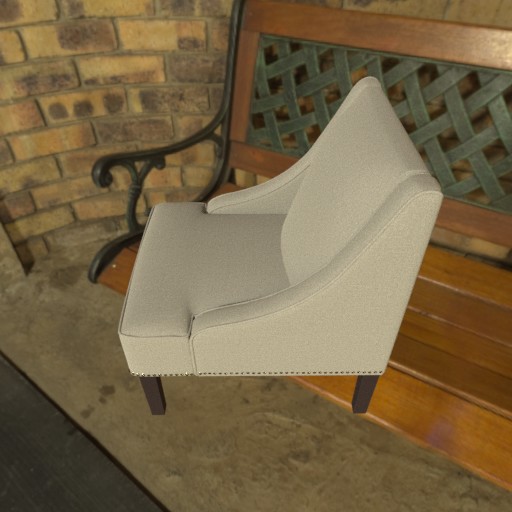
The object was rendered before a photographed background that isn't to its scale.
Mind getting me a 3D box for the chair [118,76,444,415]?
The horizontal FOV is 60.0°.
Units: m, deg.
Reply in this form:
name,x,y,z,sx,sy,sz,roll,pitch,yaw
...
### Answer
name,x,y,z,sx,sy,sz,roll,pitch,yaw
chair,0.000,0.000,1.350,0.737,0.864,0.610,0,42,0
